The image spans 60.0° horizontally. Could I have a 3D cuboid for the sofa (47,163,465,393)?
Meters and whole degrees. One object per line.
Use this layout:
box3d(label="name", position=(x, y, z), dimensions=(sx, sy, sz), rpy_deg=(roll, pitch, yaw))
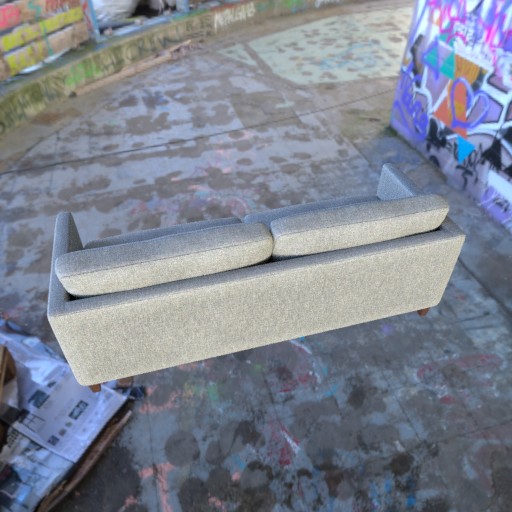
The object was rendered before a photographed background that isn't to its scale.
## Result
box3d(label="sofa", position=(0.000, 0.000, 2.944), dimensions=(2.434, 0.951, 0.948), rpy_deg=(-11, 43, -12))
